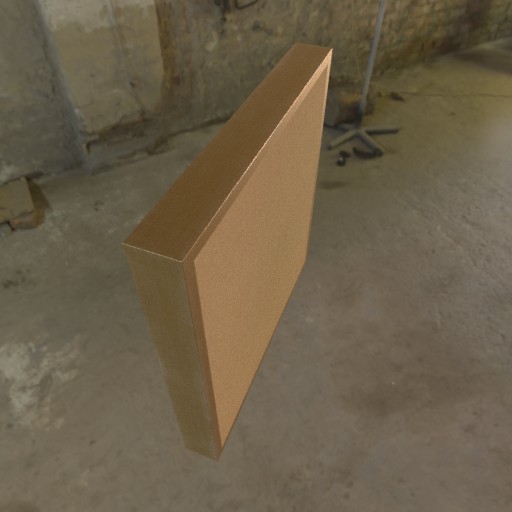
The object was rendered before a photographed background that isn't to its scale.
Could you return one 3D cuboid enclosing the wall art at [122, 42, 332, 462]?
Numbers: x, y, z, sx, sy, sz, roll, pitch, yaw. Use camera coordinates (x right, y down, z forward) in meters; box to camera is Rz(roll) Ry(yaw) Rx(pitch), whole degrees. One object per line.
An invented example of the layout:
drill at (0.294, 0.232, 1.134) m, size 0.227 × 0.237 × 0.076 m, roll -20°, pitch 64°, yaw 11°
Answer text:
wall art at (0.000, 0.000, 0.450) m, size 0.038 × 0.305 × 0.306 m, roll 16°, pitch 49°, yaw 15°
